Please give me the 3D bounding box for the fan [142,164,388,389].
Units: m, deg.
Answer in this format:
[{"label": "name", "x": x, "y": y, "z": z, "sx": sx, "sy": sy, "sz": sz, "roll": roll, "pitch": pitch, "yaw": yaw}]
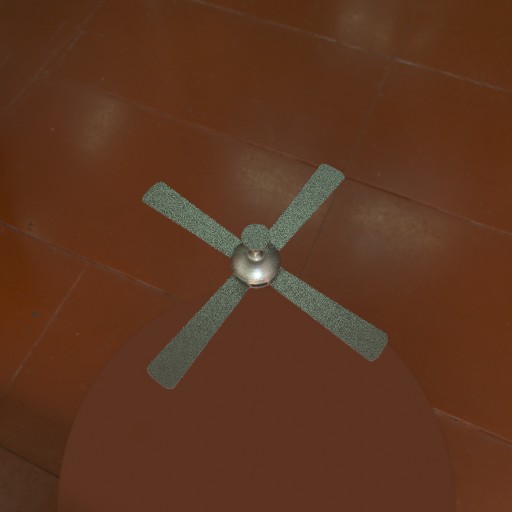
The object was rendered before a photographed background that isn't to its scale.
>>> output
[{"label": "fan", "x": 0.000, "y": 0.000, "z": 2.039, "sx": 1.321, "sy": 0.381, "sz": 1.321, "roll": -30, "pitch": 68, "yaw": -13}]
